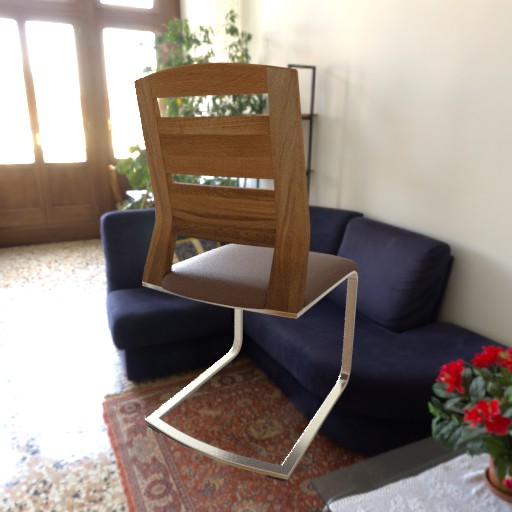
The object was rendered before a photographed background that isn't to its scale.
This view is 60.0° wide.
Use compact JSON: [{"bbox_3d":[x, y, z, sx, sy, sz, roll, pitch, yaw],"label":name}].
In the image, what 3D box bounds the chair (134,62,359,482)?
[{"bbox_3d":[0.000,0.000,1.274,0.460,0.970,0.570,9,18,27],"label":"chair"}]
